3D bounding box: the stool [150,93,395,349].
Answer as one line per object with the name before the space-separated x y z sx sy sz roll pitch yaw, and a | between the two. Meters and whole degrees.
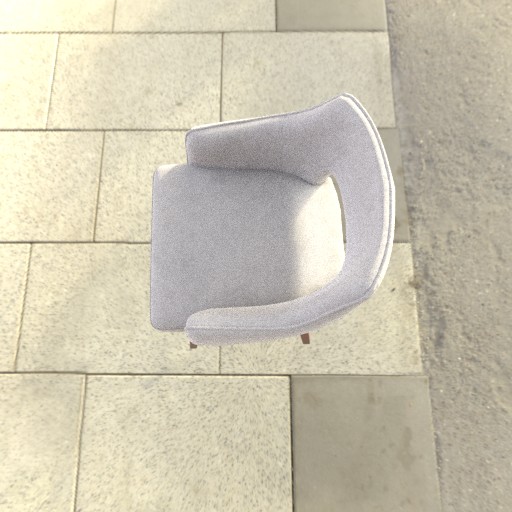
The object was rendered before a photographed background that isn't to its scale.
stool | 0.000 0.000 1.341 0.558 1.012 0.548 -2 75 -1
